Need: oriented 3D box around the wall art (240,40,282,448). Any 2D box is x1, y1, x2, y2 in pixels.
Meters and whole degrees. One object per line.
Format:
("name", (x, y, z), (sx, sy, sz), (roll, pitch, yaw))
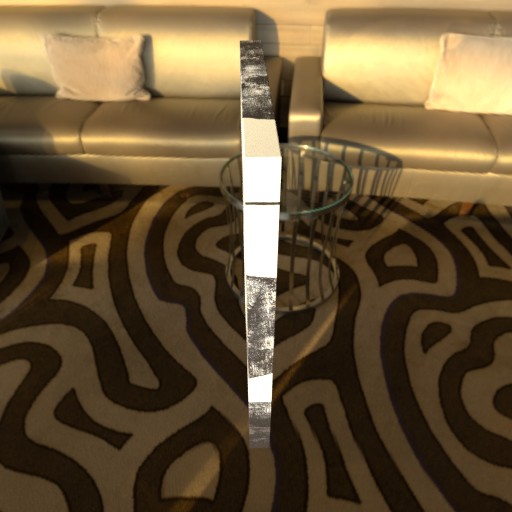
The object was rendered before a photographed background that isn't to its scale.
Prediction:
("wall art", (0.000, 0.000, 0.793), (0.039, 0.610, 0.407), (-1, 41, -2))
